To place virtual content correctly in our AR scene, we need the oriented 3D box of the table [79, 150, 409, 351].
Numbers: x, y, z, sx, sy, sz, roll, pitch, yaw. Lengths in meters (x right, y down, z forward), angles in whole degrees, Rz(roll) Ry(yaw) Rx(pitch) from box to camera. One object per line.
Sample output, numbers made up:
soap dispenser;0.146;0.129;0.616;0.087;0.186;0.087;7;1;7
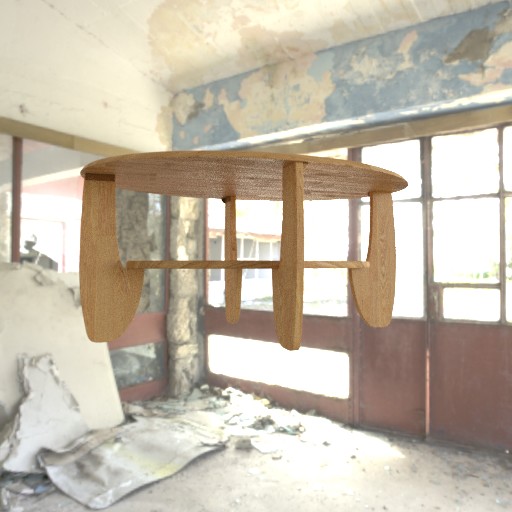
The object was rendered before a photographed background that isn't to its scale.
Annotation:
table;0.000;0.000;1.403;1.040;0.490;0.690;0;-1;-19
